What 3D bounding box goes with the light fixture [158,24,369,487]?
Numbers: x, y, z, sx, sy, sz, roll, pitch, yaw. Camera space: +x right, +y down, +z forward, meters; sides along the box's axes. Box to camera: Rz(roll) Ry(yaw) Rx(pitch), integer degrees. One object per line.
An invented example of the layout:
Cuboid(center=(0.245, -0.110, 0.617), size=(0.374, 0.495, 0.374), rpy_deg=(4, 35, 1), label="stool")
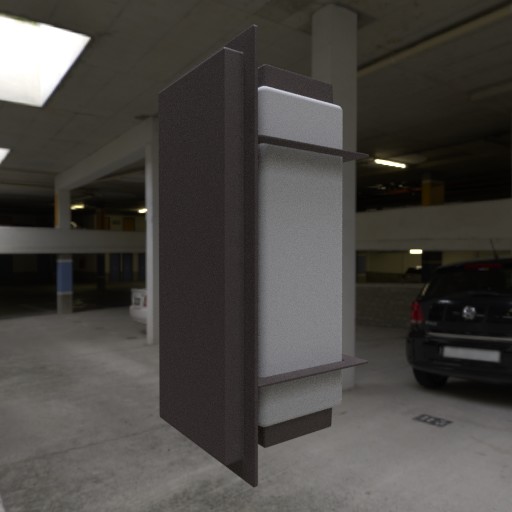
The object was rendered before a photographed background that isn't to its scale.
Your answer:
Cuboid(center=(0.000, 0.000, 0.425), size=(0.146, 0.347, 0.153), rpy_deg=(-1, 1, -36), label="light fixture")
